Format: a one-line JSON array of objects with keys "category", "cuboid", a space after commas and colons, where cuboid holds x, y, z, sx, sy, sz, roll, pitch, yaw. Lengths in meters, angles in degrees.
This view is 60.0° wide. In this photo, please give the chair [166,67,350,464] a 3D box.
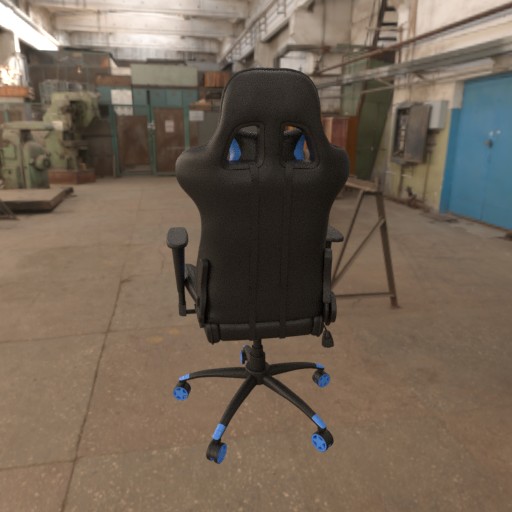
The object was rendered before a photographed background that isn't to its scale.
[{"category": "chair", "cuboid": [0.000, 0.000, 1.709, 0.695, 1.282, 0.730, -3, 16, -9]}]
